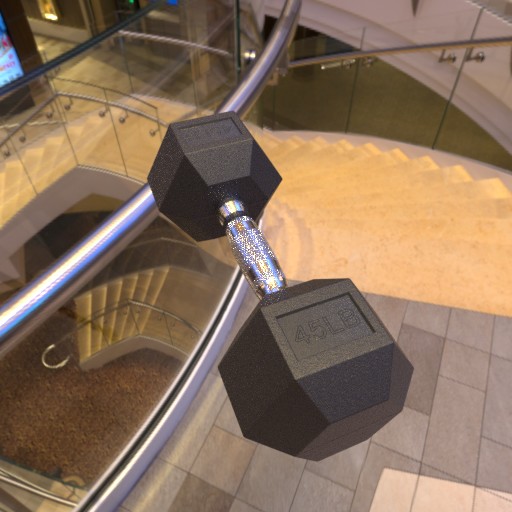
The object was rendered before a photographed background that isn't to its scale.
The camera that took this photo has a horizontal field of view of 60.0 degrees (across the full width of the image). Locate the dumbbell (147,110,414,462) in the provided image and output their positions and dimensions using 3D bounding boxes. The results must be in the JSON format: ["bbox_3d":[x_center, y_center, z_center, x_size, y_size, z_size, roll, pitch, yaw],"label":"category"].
[{"bbox_3d":[0.000,0.000,0.420,0.141,0.123,0.356,-17,51,-14],"label":"dumbbell"}]
